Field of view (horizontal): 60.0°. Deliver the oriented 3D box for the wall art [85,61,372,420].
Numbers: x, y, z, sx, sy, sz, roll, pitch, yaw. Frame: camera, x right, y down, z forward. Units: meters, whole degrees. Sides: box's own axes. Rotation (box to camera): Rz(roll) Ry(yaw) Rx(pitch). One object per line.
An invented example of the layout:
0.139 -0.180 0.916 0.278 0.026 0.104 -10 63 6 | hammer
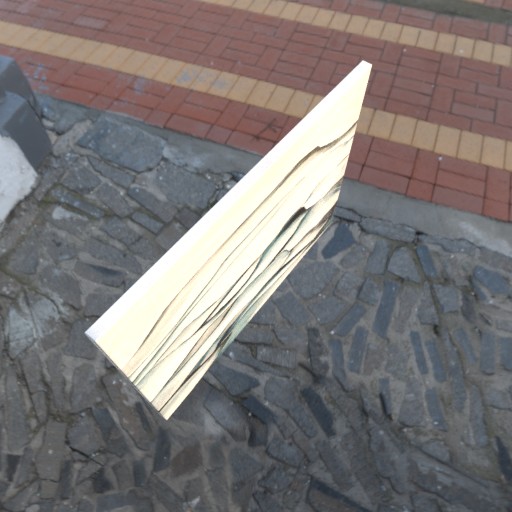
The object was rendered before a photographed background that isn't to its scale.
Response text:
0.000 0.000 1.628 0.039 0.915 1.219 34 65 18 | wall art
